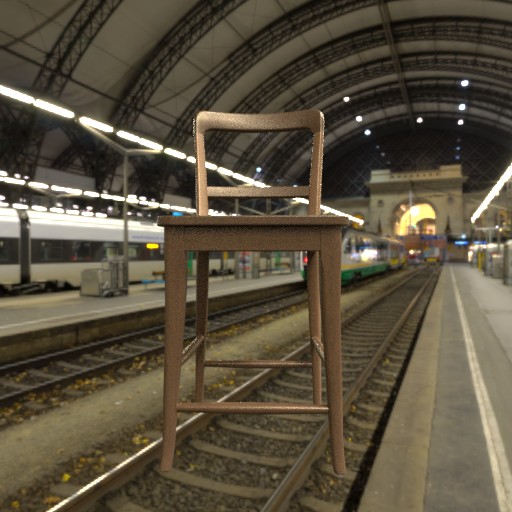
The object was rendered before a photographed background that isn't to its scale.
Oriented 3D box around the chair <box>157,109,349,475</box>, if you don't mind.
[{"bbox_3d":[0.000,0.000,1.275,0.450,0.991,0.546,0,0,2],"label":"chair"}]
